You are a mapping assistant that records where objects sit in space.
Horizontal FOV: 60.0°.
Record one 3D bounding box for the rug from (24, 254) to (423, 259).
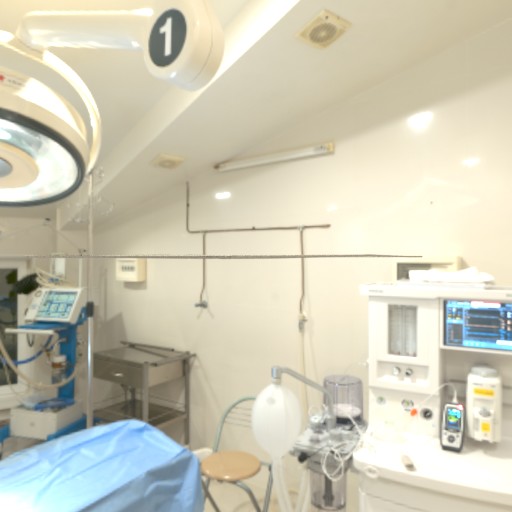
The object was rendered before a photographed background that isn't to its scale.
[{"bbox_3d":[0.000,0.000,2.283,1.162,0.022,1.804,0,0,37],"label":"rug"}]
